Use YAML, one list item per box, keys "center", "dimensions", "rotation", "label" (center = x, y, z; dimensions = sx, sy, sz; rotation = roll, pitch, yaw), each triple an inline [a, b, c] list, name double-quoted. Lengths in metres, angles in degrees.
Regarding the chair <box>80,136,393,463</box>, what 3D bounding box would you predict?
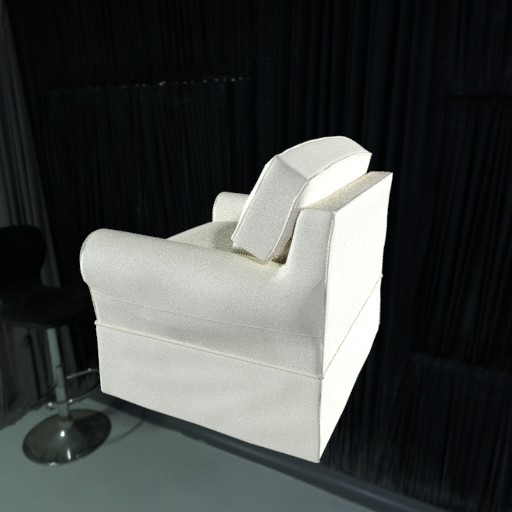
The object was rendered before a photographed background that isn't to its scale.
- center: [0.000, 0.000, 1.833]
  dimensions: [0.904, 0.958, 1.099]
  rotation: [8, 19, 24]
  label: "chair"
